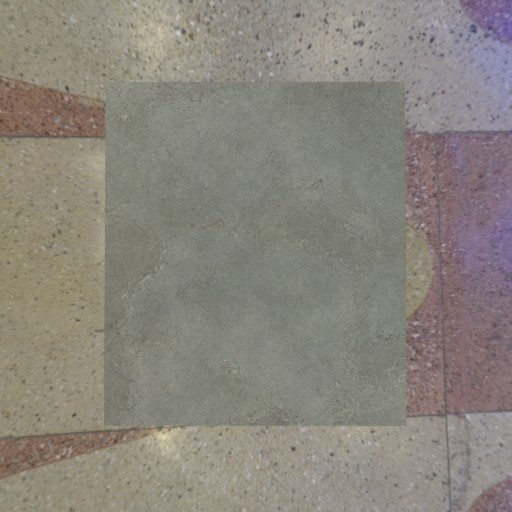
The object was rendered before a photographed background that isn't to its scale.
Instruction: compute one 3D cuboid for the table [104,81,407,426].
[{"bbox_3d":[0.000,0.000,1.540,0.700,1.020,0.800,0,89,0],"label":"table"}]
